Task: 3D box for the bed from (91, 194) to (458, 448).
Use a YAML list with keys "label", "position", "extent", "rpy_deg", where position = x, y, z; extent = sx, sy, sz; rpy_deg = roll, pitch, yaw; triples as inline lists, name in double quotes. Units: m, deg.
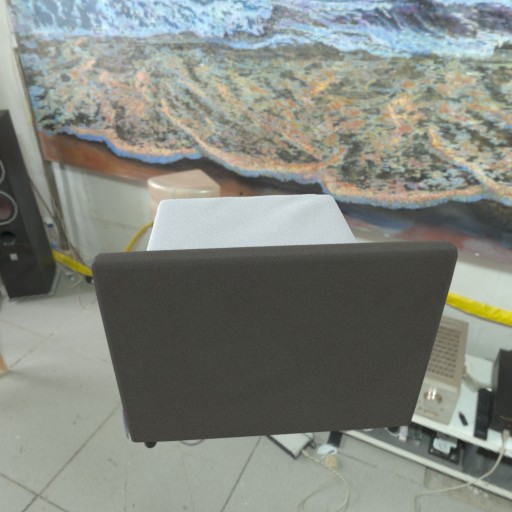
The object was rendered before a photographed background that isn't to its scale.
- label: "bed"
  position: [0.000, 0.000, 3.173]
  extent: [1.723, 1.330, 2.142]
  rpy_deg: [-2, 32, -3]
